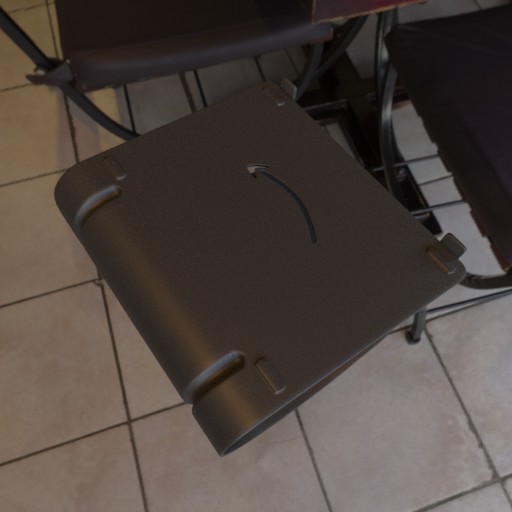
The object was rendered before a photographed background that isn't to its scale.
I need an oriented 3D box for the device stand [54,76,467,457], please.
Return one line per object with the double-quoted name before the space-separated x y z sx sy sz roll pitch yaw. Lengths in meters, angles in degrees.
"device stand" 0.000 0.000 0.397 0.236 0.155 0.256 -34 70 -15
